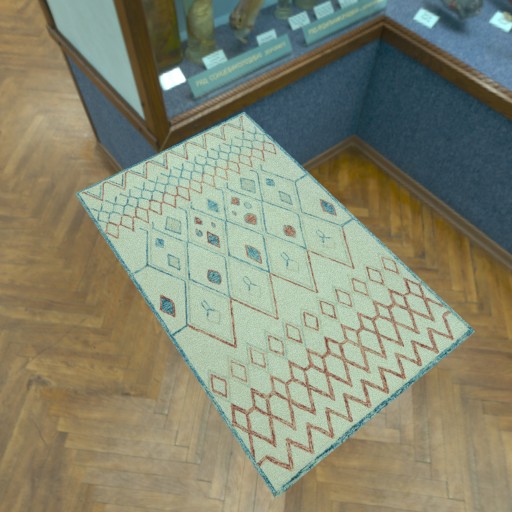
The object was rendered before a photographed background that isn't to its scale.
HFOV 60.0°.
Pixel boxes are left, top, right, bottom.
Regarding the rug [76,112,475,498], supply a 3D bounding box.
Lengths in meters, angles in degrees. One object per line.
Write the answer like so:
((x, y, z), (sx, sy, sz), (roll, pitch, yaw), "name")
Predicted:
((0.000, 0.000, 2.980), (1.524, 0.015, 2.438), (-32, 63, -18), "rug")
